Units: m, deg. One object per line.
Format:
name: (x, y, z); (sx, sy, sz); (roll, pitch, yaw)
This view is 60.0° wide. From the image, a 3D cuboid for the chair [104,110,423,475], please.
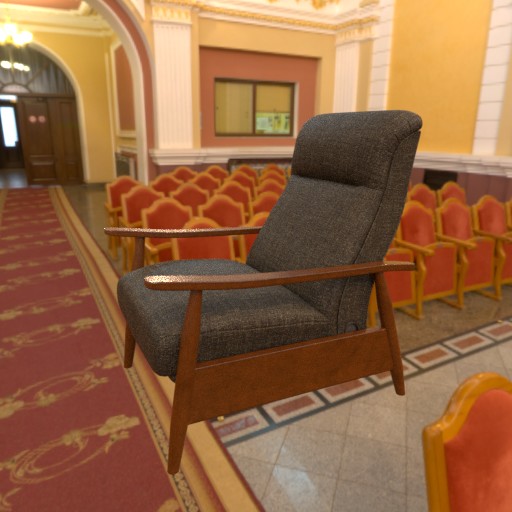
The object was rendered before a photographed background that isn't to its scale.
chair: (0.000, 0.000, 1.723); (1.014, 1.082, 0.762); (-8, 18, -26)
